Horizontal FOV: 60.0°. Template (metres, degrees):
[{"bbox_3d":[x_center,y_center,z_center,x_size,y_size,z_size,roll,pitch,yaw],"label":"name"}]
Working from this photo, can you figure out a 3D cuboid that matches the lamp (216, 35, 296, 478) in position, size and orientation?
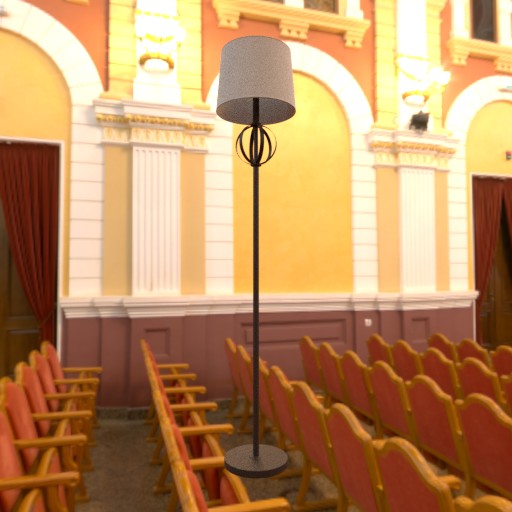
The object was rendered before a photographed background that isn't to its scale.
[{"bbox_3d":[0.000,0.000,1.582,0.286,1.462,0.286,0,-2,-17],"label":"lamp"}]
